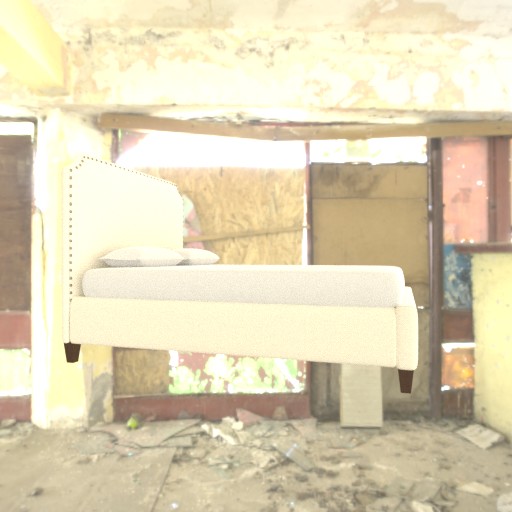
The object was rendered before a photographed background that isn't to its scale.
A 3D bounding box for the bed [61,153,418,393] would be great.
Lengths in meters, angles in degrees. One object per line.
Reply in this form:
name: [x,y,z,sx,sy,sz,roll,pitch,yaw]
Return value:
bed: [0.000,0.000,3.527,2.372,1.497,1.712,0,0,18]
